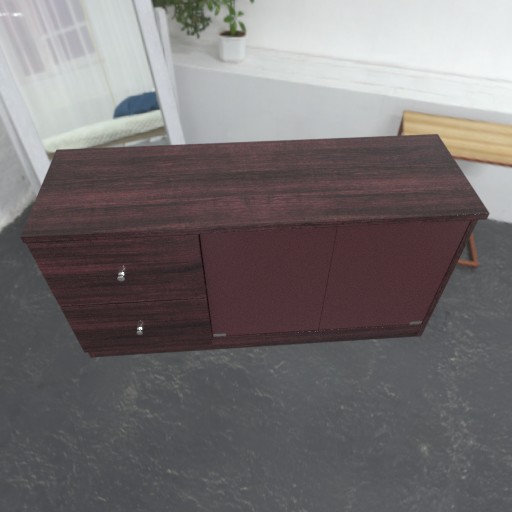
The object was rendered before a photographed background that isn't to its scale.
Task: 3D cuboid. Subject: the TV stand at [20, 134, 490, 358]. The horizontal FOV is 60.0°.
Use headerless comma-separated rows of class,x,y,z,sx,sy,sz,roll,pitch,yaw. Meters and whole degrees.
TV stand,0.000,0.000,1.469,1.192,0.614,0.404,-3,47,-3
